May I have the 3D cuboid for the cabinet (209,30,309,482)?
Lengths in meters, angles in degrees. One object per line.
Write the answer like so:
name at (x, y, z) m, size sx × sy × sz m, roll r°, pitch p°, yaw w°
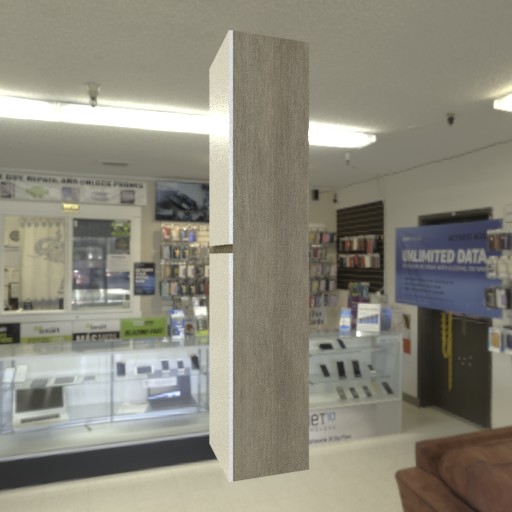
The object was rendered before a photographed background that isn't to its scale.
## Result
cabinet at (0.000, 0.000, 1.555) m, size 0.270 × 1.400 × 0.300 m, roll 0°, pitch 0°, yaw -18°
